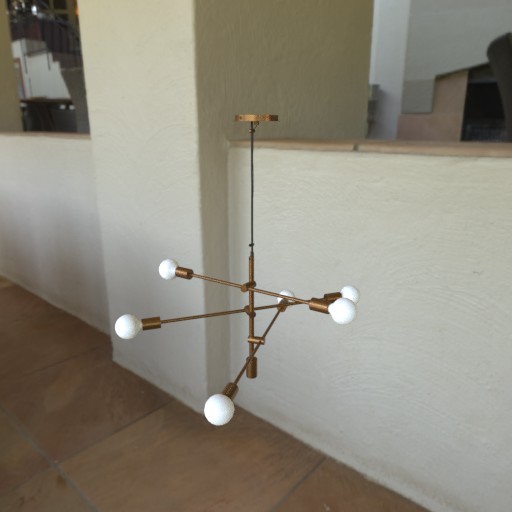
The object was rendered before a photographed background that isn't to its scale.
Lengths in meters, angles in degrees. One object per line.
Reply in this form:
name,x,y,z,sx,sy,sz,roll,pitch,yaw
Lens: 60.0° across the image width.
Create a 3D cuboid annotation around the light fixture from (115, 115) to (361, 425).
light fixture,0.000,0.000,1.229,0.682,0.744,0.637,-15,22,-43
